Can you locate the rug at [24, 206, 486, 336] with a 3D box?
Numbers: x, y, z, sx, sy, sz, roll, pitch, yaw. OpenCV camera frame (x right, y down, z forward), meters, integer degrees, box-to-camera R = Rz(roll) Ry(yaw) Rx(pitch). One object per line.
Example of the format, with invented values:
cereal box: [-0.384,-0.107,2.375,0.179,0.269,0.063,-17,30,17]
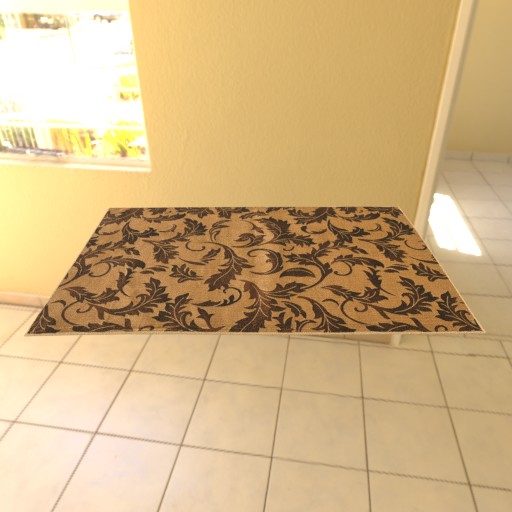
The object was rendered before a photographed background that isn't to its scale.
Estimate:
rug: [0.000,0.000,2.827,2.284,0.008,1.522,0,31,-1]
